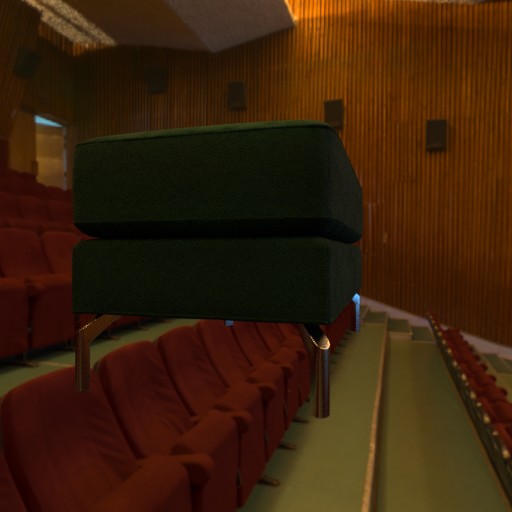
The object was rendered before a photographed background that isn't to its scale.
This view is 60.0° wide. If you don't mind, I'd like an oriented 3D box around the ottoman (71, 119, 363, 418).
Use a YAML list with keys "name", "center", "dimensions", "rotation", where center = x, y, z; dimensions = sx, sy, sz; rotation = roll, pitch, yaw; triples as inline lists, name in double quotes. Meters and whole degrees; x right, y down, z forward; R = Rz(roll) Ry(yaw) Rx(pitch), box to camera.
- name: "ottoman"
  center: [0.000, 0.000, 1.224]
  dimensions: [0.536, 0.533, 0.886]
  rotation: [0, 0, 17]
